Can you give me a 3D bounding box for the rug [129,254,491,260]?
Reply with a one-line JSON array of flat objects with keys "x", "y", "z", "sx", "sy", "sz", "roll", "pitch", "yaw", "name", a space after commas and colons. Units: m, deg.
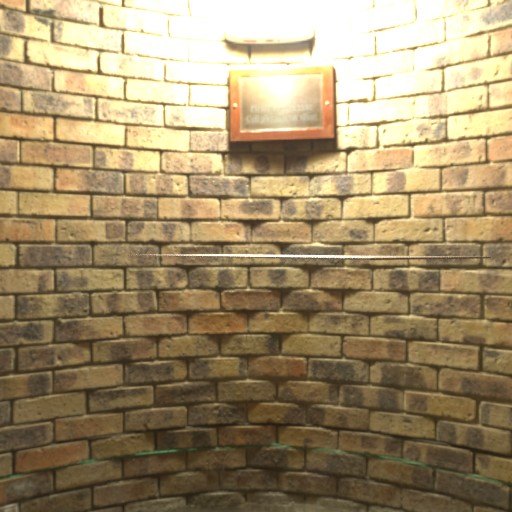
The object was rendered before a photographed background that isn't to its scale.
[{"x": 0.000, "y": 0.000, "z": 2.684, "sx": 0.762, "sy": 0.008, "sz": 2.439, "roll": 0, "pitch": 1, "yaw": -35, "name": "rug"}]
